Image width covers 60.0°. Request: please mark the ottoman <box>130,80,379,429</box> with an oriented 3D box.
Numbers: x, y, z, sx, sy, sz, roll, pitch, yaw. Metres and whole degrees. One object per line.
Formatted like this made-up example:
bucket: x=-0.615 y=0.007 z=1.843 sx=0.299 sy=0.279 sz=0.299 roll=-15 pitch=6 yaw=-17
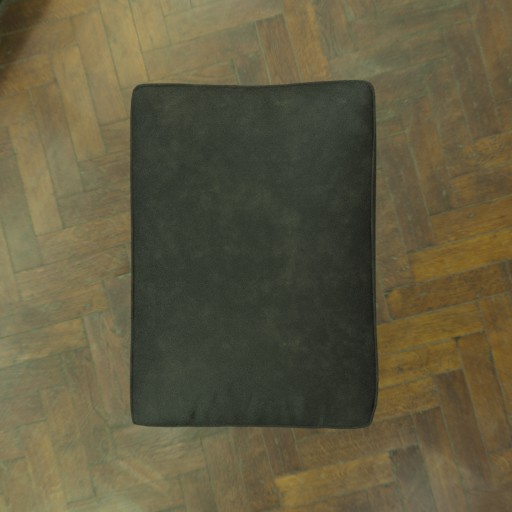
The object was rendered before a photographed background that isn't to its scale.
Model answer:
ottoman: x=0.000 y=0.000 z=0.998 sx=0.501 sy=0.413 sz=0.665 roll=0 pitch=90 yaw=2
